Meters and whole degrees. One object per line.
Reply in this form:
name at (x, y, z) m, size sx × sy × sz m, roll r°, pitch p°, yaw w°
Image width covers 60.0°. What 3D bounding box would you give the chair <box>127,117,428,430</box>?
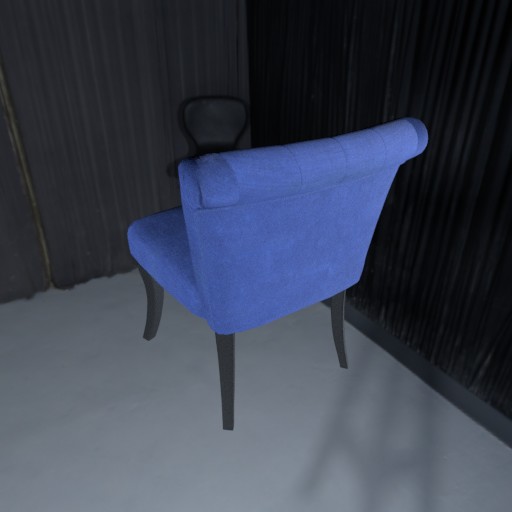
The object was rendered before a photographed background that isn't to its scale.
chair at (0.000, 0.000, 1.200) m, size 0.585 × 0.753 × 0.606 m, roll -18°, pitch 34°, yaw -28°
